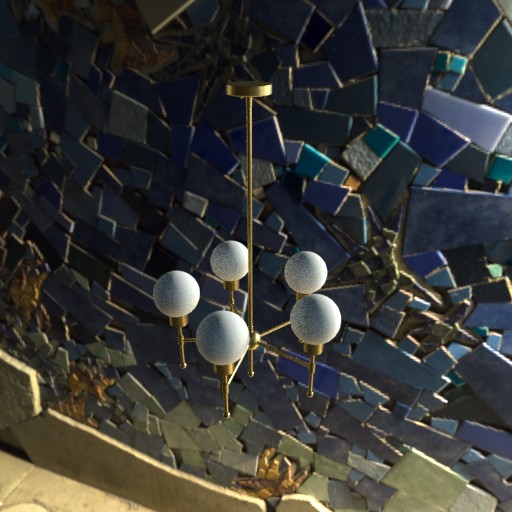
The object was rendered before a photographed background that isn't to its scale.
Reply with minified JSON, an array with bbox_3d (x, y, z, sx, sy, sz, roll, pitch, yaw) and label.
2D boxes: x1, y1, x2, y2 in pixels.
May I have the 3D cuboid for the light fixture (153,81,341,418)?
[{"bbox_3d":[0.000,0.000,1.832,0.785,1.331,0.815,18,33,31],"label":"light fixture"}]
